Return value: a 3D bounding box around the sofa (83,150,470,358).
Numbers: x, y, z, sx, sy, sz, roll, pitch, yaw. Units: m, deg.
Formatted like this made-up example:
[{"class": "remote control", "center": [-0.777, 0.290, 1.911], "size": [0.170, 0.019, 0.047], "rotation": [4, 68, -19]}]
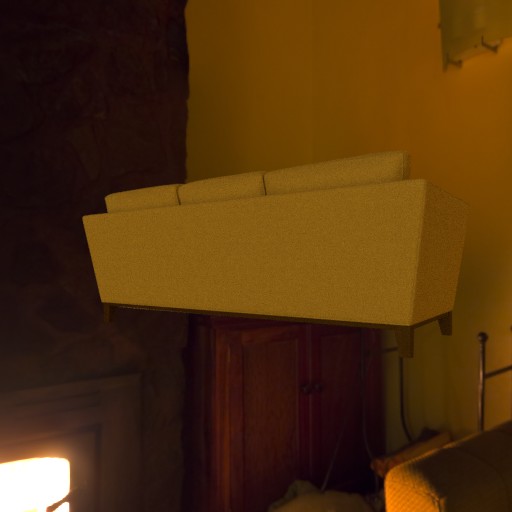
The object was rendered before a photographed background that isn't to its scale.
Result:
[{"class": "sofa", "center": [0.000, 0.000, 2.880], "size": [2.388, 0.940, 0.965], "rotation": [-1, -2, 35]}]
